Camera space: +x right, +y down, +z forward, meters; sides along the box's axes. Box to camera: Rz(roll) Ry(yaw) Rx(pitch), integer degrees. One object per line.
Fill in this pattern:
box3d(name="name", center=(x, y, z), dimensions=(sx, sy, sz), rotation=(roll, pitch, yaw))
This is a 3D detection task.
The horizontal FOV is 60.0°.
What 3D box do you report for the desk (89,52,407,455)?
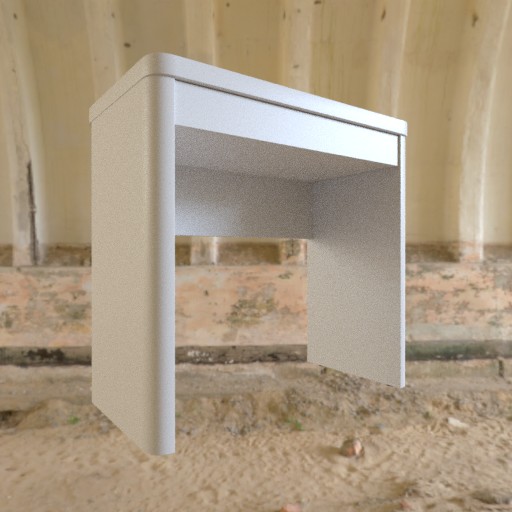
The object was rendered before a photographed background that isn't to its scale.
box3d(name="desk", center=(0.000, 0.000, 1.221), dimensions=(0.790, 0.760, 0.446), rotation=(0, 0, -36))
